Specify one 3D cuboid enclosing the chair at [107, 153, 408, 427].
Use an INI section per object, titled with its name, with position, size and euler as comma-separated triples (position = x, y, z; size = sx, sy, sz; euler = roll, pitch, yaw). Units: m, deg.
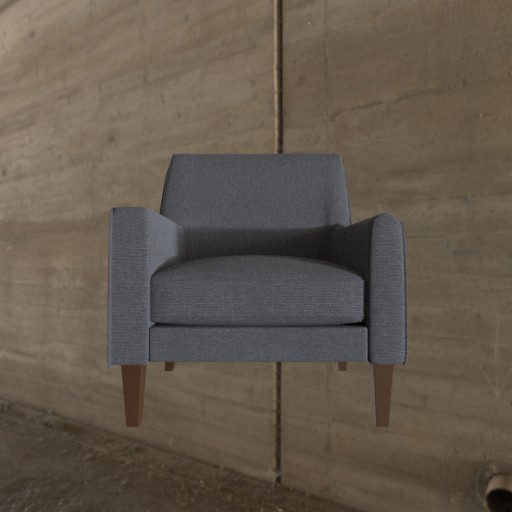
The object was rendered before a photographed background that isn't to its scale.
[chair]
position = 0.000, 0.000, 1.576
size = 0.780, 0.919, 0.899
euler = 0, -1, 0
